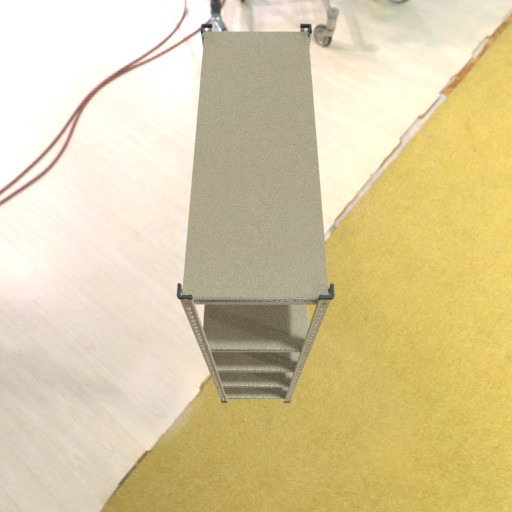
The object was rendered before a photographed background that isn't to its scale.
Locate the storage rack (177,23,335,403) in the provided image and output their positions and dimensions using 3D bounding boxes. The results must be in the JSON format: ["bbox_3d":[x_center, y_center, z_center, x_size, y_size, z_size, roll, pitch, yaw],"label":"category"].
[{"bbox_3d":[0.000,0.000,2.365,0.457,1.829,1.219,0,63,0],"label":"storage rack"}]
